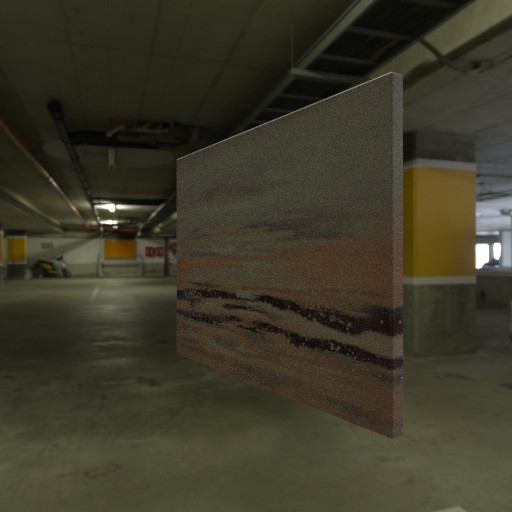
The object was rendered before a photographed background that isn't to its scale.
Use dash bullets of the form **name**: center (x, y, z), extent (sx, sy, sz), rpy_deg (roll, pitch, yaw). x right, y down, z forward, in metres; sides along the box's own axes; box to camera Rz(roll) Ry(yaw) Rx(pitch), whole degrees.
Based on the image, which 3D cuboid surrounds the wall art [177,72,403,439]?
- **wall art**: center (0.000, 0.000, 1.338), extent (0.038, 0.763, 1.015), rpy_deg (0, 0, -36)
